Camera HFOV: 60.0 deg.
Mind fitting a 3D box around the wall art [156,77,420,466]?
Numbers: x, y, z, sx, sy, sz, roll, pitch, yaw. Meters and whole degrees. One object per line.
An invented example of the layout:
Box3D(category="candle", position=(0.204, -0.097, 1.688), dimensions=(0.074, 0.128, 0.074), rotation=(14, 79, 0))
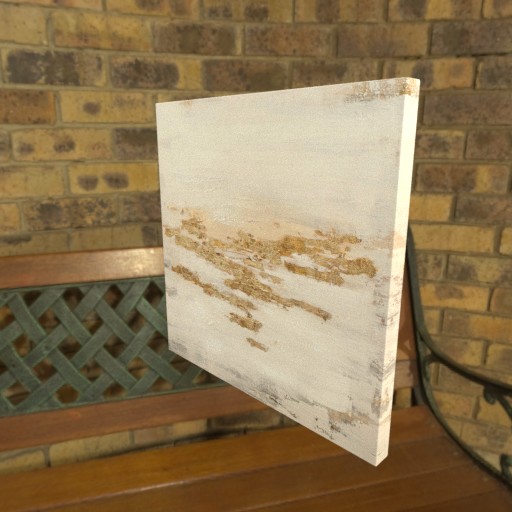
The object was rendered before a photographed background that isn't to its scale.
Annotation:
Box3D(category="wall art", position=(0.000, 0.000, 0.890), dimensions=(0.040, 0.613, 0.611), rotation=(-14, 20, -43))
